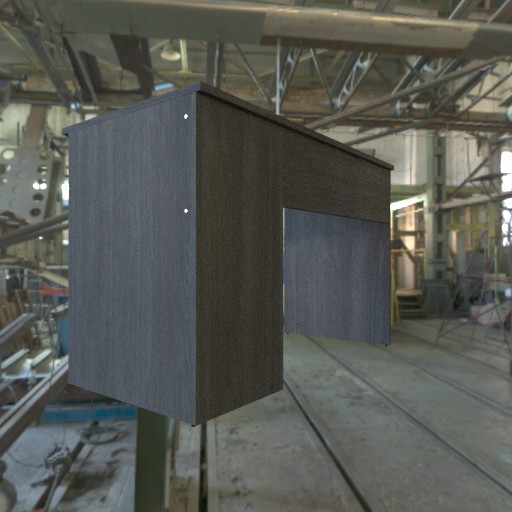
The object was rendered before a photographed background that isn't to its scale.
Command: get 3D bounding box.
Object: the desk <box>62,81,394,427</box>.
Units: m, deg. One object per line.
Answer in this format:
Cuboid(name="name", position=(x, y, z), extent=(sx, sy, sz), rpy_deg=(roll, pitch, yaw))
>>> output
Cuboid(name="desk", position=(0.000, 0.000, 1.529), extent=(0.560, 0.730, 1.096), rpy_deg=(0, 0, 38))
